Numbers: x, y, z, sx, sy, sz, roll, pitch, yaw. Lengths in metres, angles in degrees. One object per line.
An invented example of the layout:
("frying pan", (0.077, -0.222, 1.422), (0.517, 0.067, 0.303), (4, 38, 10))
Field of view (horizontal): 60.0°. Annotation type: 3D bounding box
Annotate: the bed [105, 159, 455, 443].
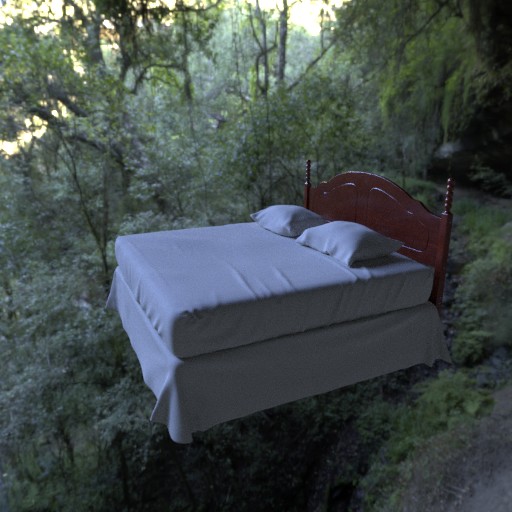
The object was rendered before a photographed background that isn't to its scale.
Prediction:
("bed", (0.000, 0.000, 3.638), (2.219, 1.355, 2.322), (-8, 18, -25))
